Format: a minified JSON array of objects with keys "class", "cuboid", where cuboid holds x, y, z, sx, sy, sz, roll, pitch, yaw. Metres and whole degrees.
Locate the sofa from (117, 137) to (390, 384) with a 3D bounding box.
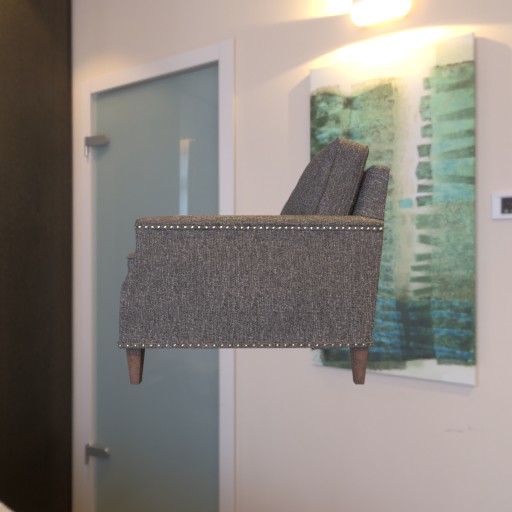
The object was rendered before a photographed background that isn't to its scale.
[{"class":"sofa","cuboid":[0.000,0.000,2.814,1.084,1.003,2.246,0,0,0]}]
